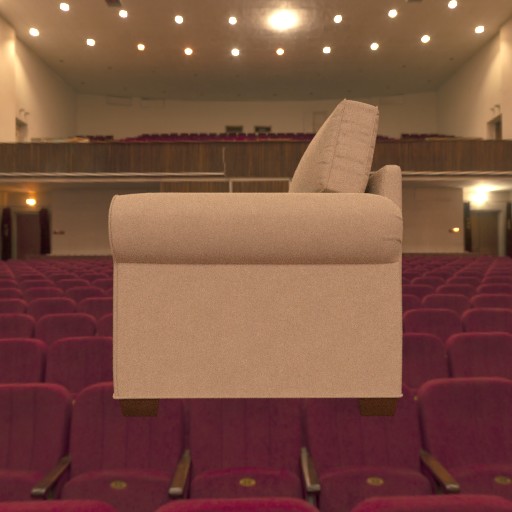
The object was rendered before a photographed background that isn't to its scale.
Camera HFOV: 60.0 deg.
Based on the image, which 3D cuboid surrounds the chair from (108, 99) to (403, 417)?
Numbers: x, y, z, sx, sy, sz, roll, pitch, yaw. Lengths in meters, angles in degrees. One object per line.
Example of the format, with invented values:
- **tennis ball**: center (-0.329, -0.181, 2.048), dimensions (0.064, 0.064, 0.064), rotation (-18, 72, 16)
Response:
- **chair**: center (0.000, 0.000, 1.736), dimensions (0.863, 0.955, 1.040), rotation (0, -1, 0)
